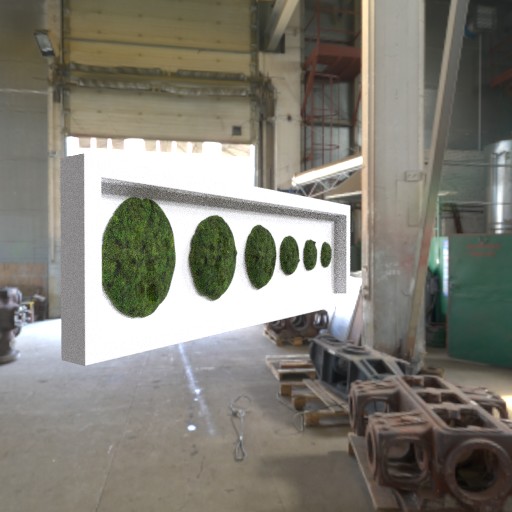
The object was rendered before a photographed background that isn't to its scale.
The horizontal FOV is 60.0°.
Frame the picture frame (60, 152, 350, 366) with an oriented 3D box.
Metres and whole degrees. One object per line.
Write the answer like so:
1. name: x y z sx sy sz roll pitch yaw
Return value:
1. picture frame: 0.000 0.000 0.841 0.050 0.250 0.759 1 1 36
